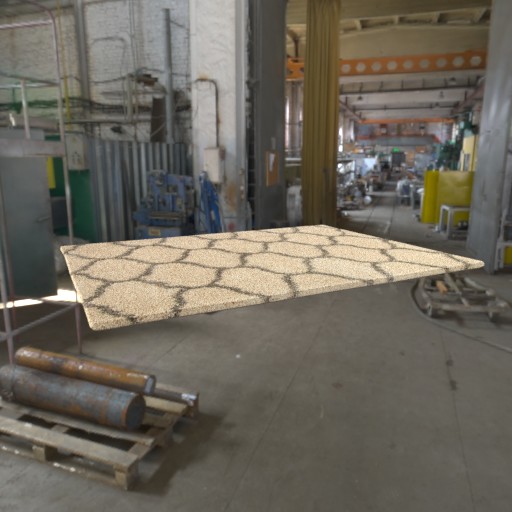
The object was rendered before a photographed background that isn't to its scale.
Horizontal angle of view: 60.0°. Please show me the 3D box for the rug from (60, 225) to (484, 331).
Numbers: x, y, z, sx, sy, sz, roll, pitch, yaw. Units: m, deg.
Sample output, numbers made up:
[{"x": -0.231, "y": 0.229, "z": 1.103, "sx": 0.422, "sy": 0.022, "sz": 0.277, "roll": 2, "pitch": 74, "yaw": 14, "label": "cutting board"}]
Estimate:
[{"x": 0.000, "y": 0.000, "z": 2.060, "sx": 1.600, "sy": 0.025, "sz": 1.200, "roll": -6, "pitch": 14, "yaw": -26, "label": "rug"}]
